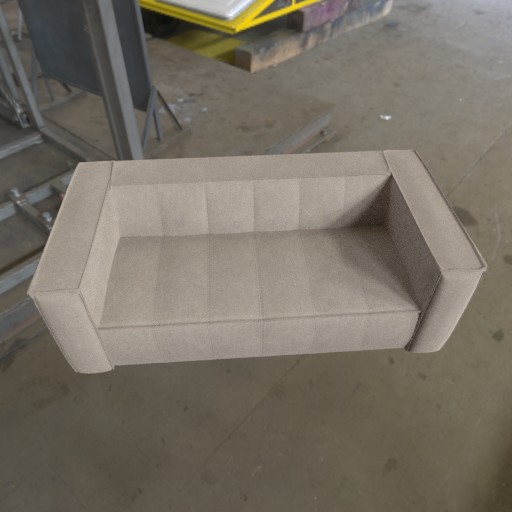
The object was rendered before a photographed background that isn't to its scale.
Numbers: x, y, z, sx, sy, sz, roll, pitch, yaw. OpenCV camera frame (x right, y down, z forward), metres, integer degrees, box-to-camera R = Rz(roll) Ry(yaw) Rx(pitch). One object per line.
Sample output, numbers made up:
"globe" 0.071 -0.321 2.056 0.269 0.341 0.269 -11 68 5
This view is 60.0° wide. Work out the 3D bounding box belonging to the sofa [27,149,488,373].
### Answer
"sofa" 0.000 0.000 2.443 1.995 0.680 1.038 -3 45 -3
